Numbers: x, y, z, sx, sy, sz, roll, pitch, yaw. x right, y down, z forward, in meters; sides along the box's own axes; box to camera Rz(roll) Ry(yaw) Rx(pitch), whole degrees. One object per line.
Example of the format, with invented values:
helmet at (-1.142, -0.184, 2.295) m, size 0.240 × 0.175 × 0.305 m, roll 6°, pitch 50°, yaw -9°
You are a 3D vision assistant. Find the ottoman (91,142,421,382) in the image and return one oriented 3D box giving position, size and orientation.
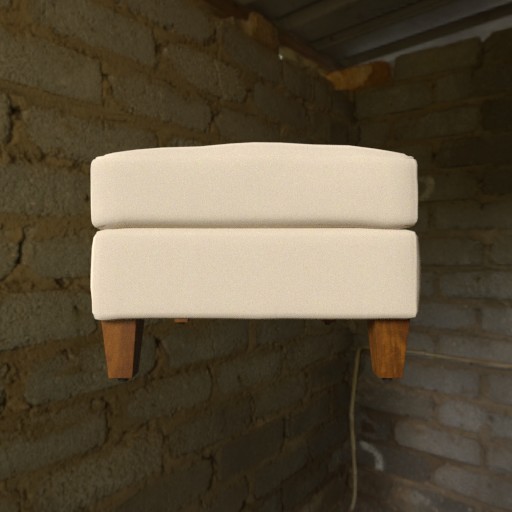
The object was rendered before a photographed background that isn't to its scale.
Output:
ottoman at (0.000, 0.000, 1.211) m, size 0.634 × 0.485 × 0.818 m, roll 0°, pitch 0°, yaw 0°
